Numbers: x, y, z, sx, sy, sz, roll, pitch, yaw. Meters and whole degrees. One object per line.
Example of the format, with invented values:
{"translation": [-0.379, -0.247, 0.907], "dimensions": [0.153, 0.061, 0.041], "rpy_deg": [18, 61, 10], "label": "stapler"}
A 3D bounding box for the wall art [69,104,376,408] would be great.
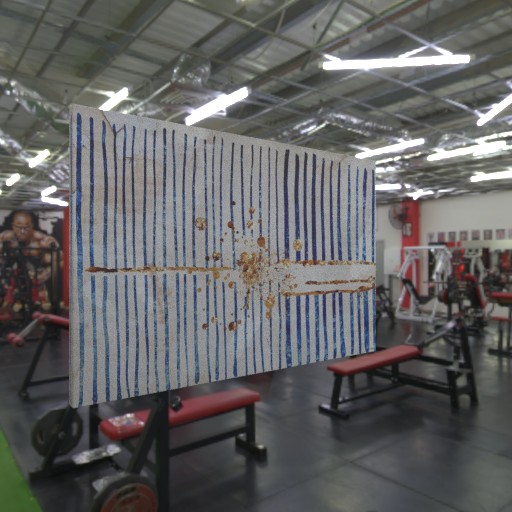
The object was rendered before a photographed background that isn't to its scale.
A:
{"translation": [0.000, 0.000, 1.447], "dimensions": [1.143, 0.757, 0.038], "rpy_deg": [0, 0, -35], "label": "wall art"}
